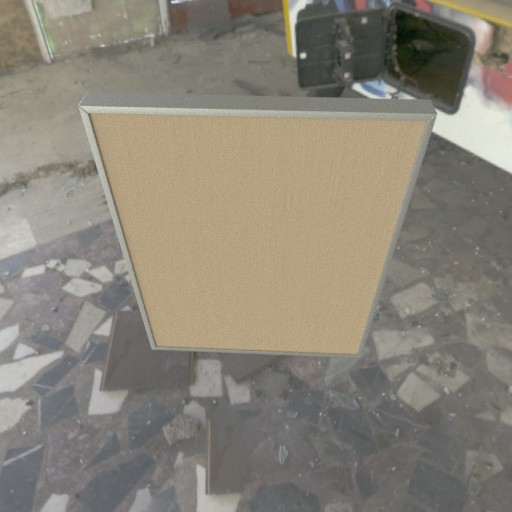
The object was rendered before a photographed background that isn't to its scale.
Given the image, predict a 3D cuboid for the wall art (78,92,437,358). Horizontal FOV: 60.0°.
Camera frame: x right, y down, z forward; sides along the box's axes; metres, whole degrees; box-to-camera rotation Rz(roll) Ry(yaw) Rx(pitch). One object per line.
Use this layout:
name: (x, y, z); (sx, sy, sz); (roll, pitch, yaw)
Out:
wall art: (0.000, 0.000, 0.758); (0.445, 0.553, 0.039); (2, 45, 2)
